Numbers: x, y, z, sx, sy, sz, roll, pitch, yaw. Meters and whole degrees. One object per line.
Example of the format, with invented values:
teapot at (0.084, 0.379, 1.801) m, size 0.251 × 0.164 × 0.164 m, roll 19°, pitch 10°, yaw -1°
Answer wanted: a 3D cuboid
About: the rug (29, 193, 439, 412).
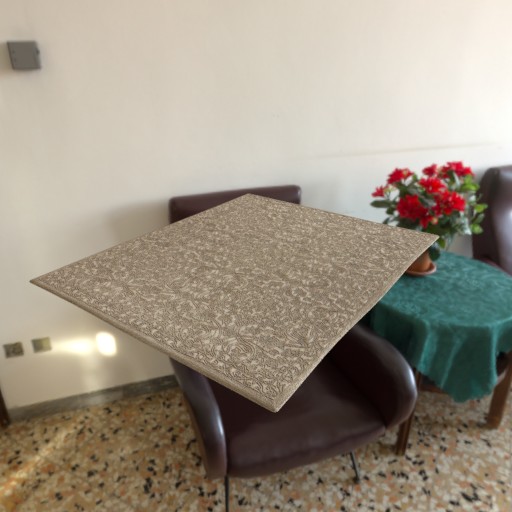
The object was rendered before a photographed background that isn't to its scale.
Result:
rug at (0.000, 0.000, 4.109) m, size 2.472 × 0.035 × 3.017 m, roll 17°, pitch 30°, yaw 32°
